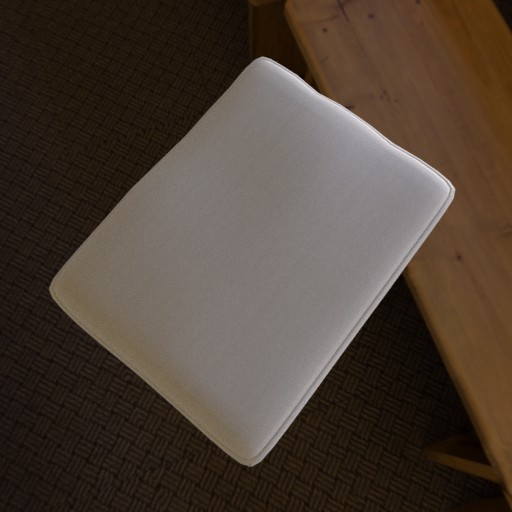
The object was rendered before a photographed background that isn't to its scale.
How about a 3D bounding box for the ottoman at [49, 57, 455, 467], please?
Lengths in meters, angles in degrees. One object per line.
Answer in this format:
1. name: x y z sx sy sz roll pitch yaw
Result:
1. ottoman: 0.000 0.000 1.220 0.634 0.496 0.818 38 79 9
